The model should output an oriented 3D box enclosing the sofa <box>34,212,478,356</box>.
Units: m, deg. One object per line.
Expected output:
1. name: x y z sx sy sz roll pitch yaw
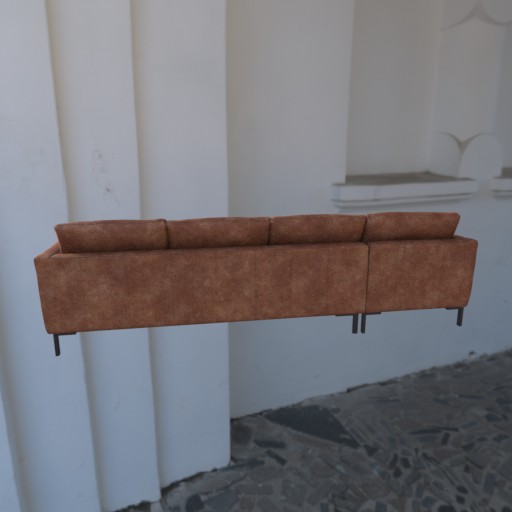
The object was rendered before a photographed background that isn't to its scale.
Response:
1. sofa: 0.000 0.000 3.661 2.993 0.859 1.471 -2 14 -10
